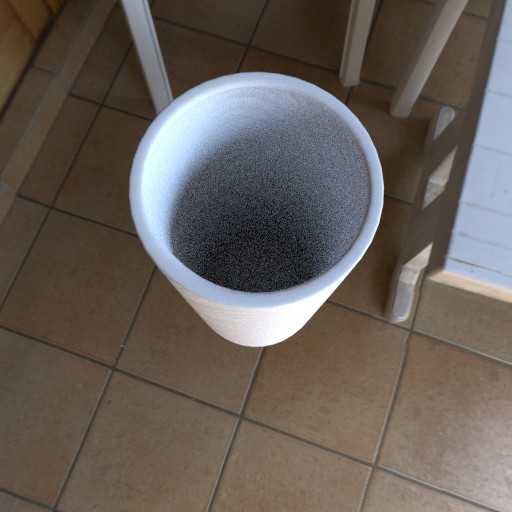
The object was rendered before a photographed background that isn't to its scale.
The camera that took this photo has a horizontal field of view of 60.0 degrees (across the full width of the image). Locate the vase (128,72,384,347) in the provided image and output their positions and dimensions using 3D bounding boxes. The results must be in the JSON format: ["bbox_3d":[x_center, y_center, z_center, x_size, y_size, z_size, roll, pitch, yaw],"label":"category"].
[{"bbox_3d":[0.000,0.000,0.390,0.143,0.316,0.143,0,75,0],"label":"vase"}]
